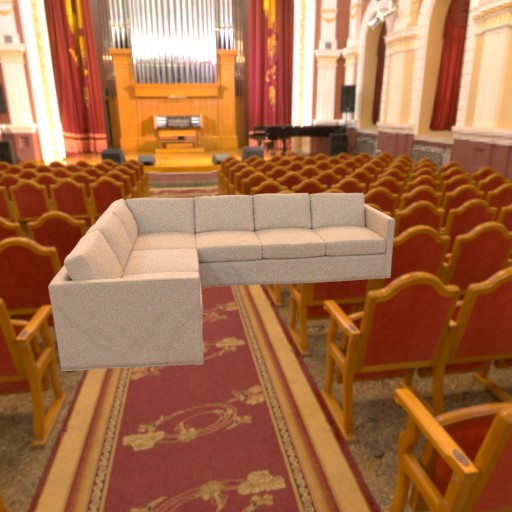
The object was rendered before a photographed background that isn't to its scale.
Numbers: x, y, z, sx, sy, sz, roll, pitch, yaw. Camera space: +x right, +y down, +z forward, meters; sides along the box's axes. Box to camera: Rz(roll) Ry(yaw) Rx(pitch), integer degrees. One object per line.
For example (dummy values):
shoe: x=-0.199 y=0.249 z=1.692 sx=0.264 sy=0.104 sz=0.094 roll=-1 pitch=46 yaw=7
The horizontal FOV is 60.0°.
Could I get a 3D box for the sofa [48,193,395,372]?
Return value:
sofa: x=0.000 y=0.000 z=4.385 sx=3.182 sy=0.871 sz=2.432 roll=-3 pitch=18 yaw=-8
